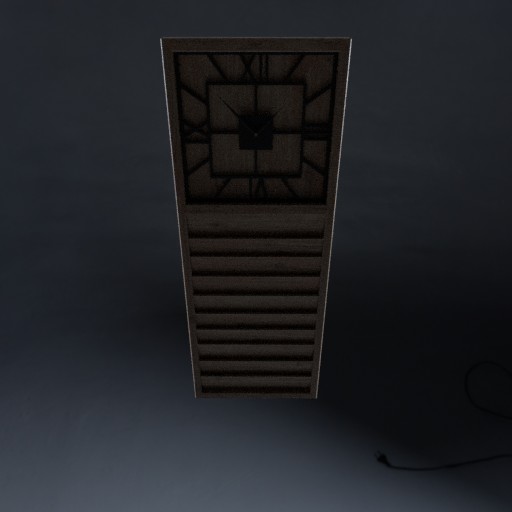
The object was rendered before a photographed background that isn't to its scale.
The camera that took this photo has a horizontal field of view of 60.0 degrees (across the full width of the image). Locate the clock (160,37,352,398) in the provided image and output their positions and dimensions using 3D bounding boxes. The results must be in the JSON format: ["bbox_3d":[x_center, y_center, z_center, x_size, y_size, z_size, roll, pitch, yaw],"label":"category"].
[{"bbox_3d":[0.000,0.000,1.090,0.361,0.965,0.030,0,30,0],"label":"clock"}]
